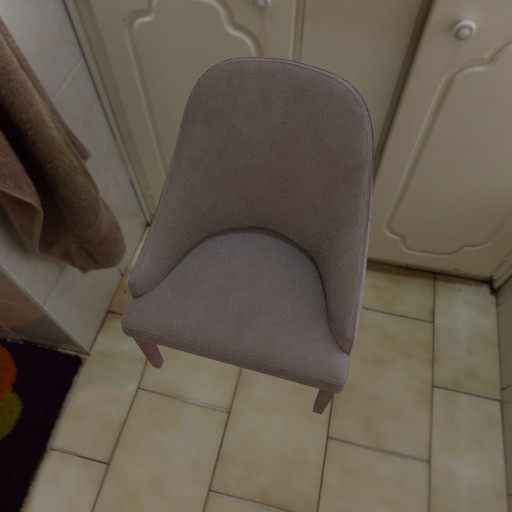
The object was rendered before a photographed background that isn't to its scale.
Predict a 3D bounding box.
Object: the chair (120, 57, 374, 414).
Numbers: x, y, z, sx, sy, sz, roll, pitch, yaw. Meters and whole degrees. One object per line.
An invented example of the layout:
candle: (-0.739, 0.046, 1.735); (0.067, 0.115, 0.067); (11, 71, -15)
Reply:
chair: (0.000, 0.000, 1.272); (0.643, 0.889, 0.575); (13, 59, 8)
